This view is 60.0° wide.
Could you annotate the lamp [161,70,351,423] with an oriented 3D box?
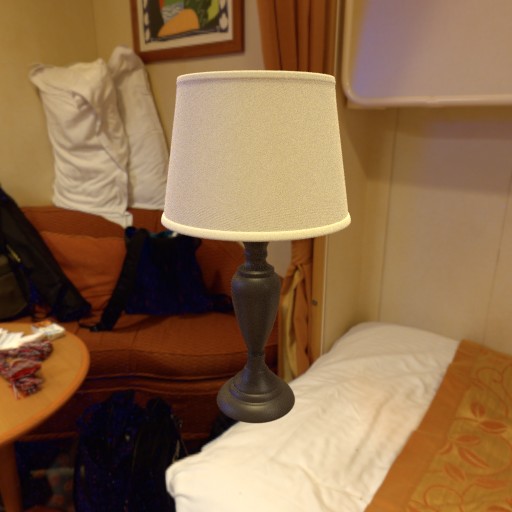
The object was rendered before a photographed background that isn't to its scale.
[{"bbox_3d":[0.000,0.000,0.820,0.335,0.611,0.335,0,17,0],"label":"lamp"}]
